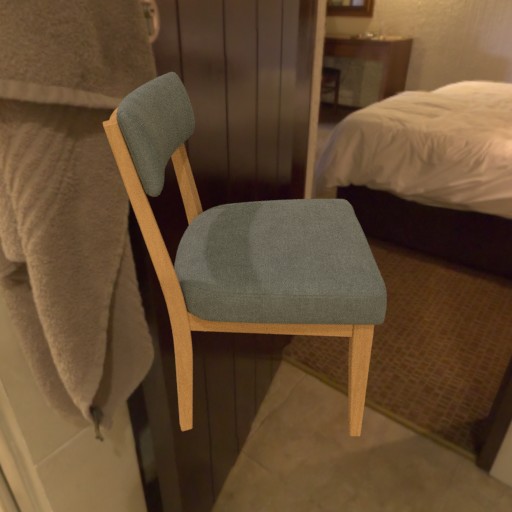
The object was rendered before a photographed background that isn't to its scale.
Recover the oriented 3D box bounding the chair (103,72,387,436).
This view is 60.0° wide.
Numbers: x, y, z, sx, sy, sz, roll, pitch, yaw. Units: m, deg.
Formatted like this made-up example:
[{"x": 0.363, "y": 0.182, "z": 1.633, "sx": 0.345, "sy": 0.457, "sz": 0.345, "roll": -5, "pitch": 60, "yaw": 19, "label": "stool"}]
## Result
[{"x": 0.000, "y": 0.000, "z": 1.152, "sx": 0.572, "sy": 0.832, "sz": 0.508, "roll": 0, "pitch": 30, "yaw": 1, "label": "chair"}]
